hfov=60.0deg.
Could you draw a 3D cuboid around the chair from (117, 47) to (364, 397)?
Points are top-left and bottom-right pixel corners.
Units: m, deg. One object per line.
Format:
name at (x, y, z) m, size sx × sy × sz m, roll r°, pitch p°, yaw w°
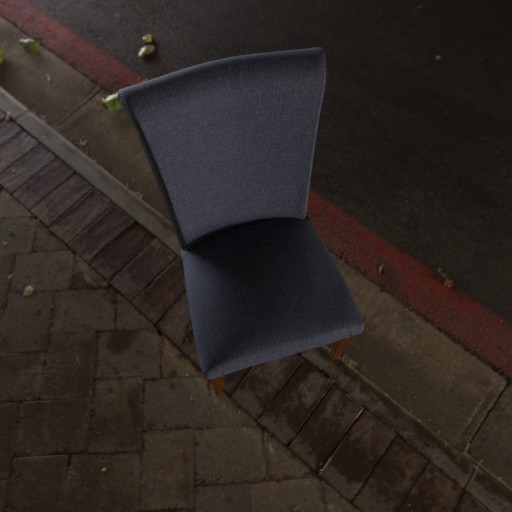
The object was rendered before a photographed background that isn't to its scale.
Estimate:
chair at (0.000, 0.000, 1.364) m, size 0.513 × 0.988 × 0.608 m, roll -15°, pitch 64°, yaw -8°
